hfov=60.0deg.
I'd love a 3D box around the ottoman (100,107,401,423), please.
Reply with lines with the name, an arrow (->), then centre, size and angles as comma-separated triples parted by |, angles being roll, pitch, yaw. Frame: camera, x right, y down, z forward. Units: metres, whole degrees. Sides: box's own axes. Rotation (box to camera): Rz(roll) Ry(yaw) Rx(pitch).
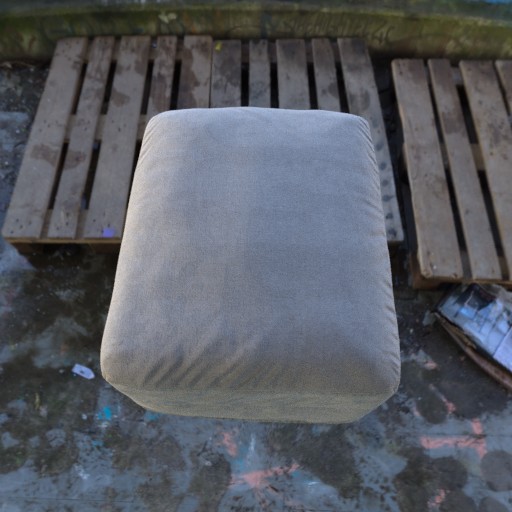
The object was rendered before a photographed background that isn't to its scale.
ottoman -> 0.000, 0.000, 1.261 | 0.683, 0.481, 0.837 | 1, 63, 1
